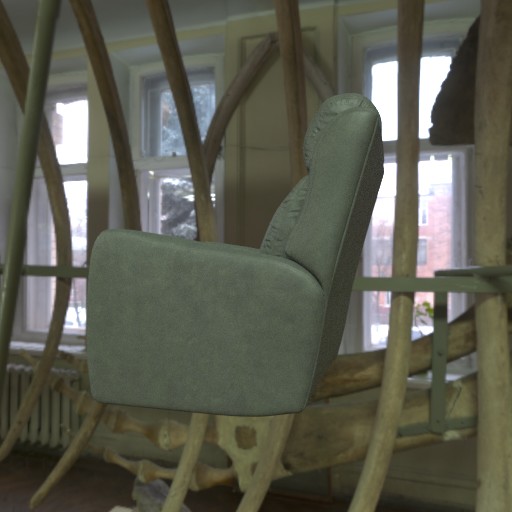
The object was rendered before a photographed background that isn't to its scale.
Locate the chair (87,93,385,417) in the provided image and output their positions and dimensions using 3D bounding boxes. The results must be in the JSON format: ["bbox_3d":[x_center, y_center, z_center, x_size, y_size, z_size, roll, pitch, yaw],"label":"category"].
[{"bbox_3d":[0.000,0.000,1.919,1.068,1.116,0.965,0,-1,17],"label":"chair"}]
